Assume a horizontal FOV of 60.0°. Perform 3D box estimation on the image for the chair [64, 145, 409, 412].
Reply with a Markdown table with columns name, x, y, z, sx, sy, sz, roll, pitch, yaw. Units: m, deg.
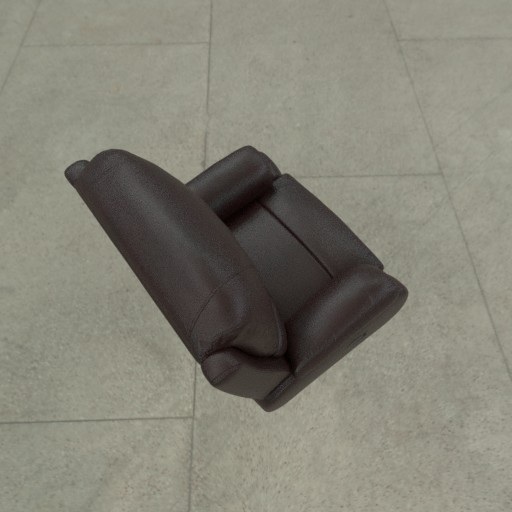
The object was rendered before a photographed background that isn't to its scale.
| name | x | y | z | sx | sy | sz | roll | pitch | yaw |
| --- | --- | --- | --- | --- | --- | --- | --- | --- | --- |
| chair | 0.000 | 0.000 | 1.702 | 0.899 | 1.011 | 0.930 | -33 | 63 | -19 |
